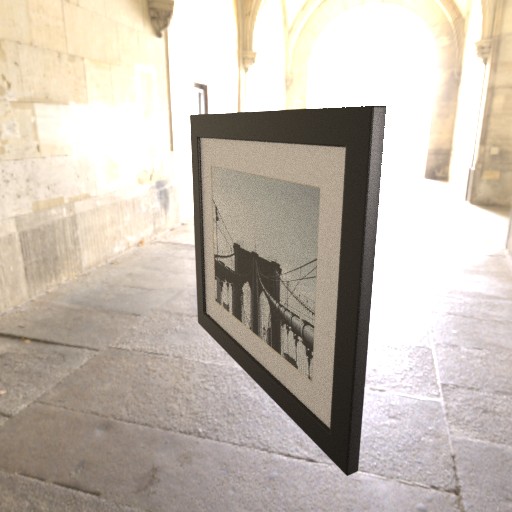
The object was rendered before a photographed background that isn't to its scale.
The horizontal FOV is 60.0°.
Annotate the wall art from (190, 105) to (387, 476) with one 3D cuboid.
[{"bbox_3d":[0.000,0.000,0.726,0.018,0.450,0.521,-9,19,-27],"label":"wall art"}]
